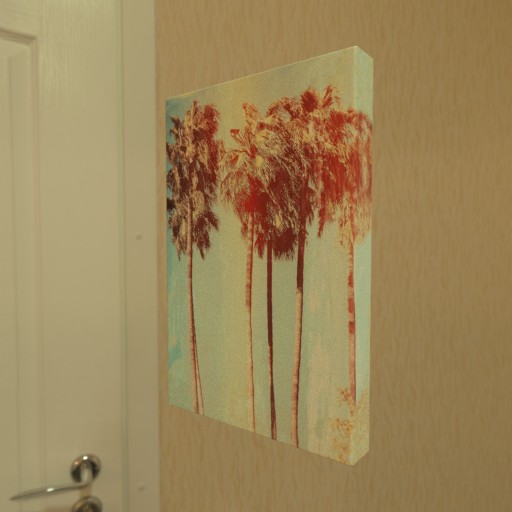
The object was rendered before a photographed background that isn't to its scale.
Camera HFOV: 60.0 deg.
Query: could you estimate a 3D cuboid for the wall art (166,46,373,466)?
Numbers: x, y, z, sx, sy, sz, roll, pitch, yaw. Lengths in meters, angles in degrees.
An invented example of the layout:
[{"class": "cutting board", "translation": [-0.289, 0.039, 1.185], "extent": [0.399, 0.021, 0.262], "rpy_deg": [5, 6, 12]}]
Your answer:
[{"class": "wall art", "translation": [0.000, 0.000, 0.489], "extent": [0.251, 0.380, 0.039], "rpy_deg": [2, 3, 37]}]
